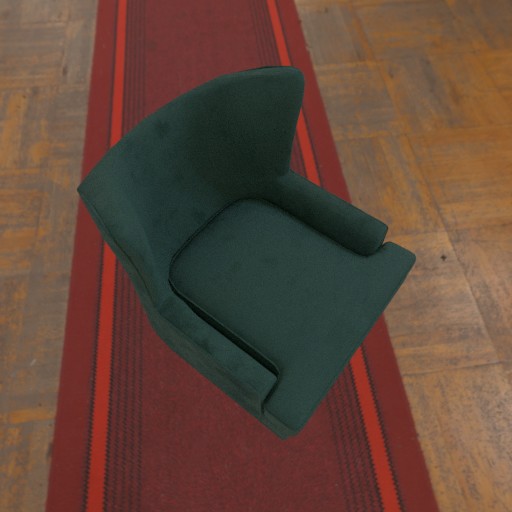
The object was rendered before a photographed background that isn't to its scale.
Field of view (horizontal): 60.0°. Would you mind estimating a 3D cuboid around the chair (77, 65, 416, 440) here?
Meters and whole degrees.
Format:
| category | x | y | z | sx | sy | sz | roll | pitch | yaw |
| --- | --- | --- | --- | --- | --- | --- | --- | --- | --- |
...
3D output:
| category | x | y | z | sx | sy | sz | roll | pitch | yaw |
| --- | --- | --- | --- | --- | --- | --- | --- | --- | --- |
| chair | 0.000 | 0.000 | 1.562 | 0.910 | 0.952 | 0.793 | 34 | 64 | 19 |
